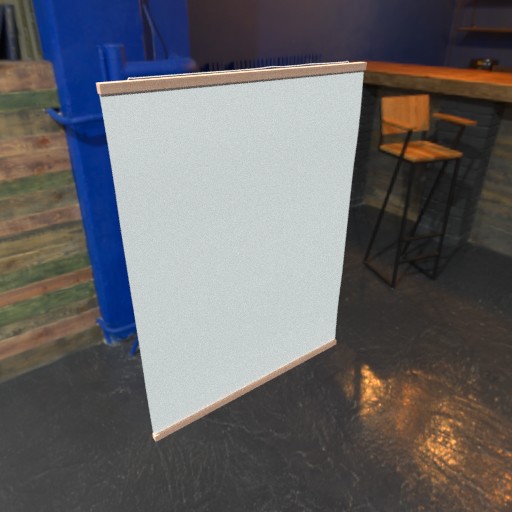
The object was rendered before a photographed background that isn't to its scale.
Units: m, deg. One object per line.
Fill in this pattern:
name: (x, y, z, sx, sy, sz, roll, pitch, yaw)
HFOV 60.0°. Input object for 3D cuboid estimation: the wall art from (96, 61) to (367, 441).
wall art: (0.000, 0.000, 1.290, 0.758, 1.013, 0.020, -19, 34, -31)
